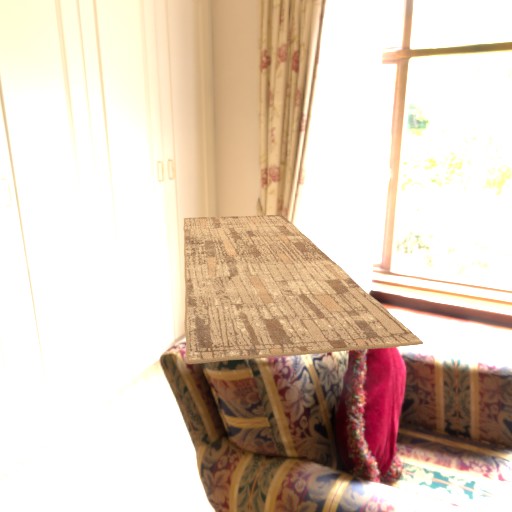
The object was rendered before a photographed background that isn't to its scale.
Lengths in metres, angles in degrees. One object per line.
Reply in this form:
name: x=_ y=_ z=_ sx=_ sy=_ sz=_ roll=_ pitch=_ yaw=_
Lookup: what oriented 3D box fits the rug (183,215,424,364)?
rug: x=0.000 y=0.000 z=2.656 sx=0.857 sy=0.018 sz=2.383 roll=-3 pitch=17 yaw=-9
